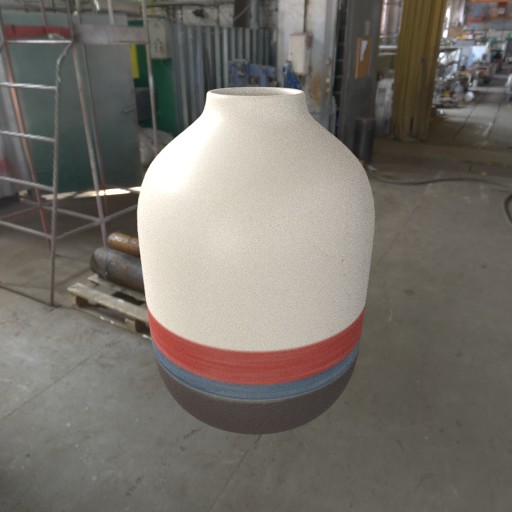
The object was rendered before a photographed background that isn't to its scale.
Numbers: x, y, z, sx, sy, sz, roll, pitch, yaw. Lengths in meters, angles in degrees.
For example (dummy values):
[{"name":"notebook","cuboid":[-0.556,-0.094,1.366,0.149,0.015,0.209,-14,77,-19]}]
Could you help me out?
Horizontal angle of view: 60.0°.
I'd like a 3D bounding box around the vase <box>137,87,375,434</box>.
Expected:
[{"name":"vase","cuboid":[0.000,0.000,0.338,0.169,0.237,0.169,0,26,0]}]
